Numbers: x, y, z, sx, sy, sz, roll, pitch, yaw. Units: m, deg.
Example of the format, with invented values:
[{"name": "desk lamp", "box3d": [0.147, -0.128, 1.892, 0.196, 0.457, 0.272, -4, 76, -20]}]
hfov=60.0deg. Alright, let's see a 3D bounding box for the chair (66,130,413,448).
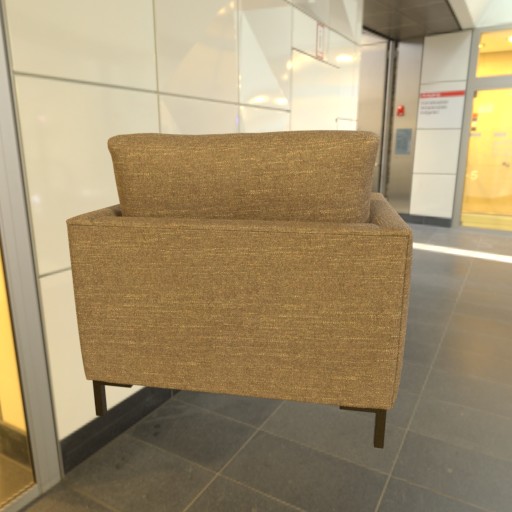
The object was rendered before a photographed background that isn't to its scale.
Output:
[{"name": "chair", "box3d": [0.000, 0.000, 1.569, 0.940, 0.841, 0.845, 3, 14, 10]}]
